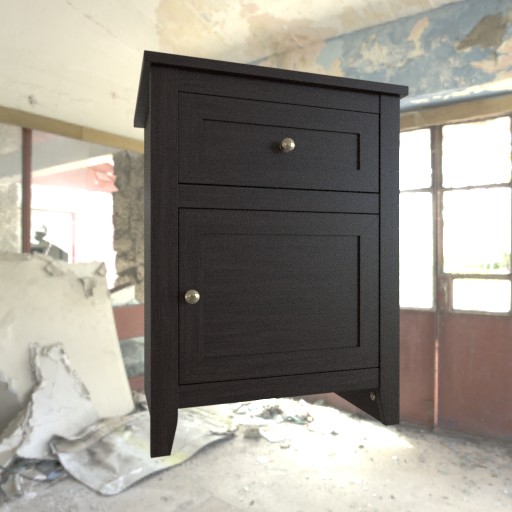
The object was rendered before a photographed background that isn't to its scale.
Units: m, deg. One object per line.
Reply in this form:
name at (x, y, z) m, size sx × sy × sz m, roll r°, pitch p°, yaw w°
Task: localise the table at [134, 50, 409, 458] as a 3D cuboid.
table at (0.000, 0.000, 0.932) m, size 0.480 × 0.635 × 0.381 m, roll 0°, pitch 0°, yaw -18°
